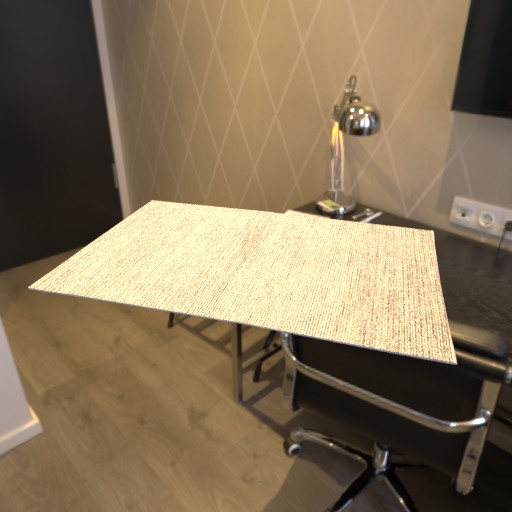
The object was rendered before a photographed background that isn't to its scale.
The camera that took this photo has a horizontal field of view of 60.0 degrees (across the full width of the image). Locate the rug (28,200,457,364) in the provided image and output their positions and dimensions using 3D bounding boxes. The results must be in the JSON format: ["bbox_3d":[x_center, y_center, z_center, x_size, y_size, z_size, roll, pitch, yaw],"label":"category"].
[{"bbox_3d":[0.000,0.000,2.227,1.773,0.021,1.149,8,29,14],"label":"rug"}]
